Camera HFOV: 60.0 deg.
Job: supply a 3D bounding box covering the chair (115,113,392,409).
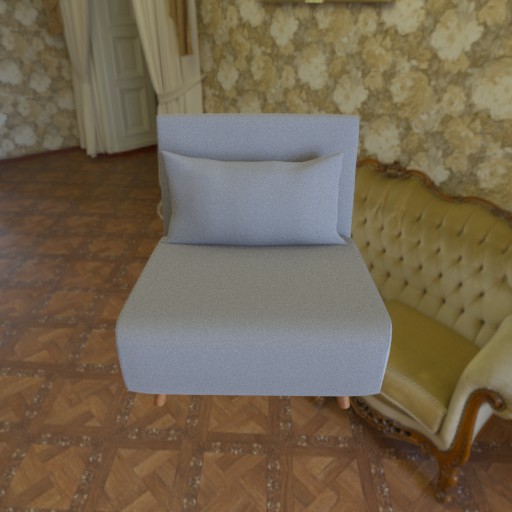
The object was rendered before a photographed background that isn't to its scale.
[{"bbox_3d":[0.000,0.000,1.525,0.770,0.808,0.902,0,29,1],"label":"chair"}]
